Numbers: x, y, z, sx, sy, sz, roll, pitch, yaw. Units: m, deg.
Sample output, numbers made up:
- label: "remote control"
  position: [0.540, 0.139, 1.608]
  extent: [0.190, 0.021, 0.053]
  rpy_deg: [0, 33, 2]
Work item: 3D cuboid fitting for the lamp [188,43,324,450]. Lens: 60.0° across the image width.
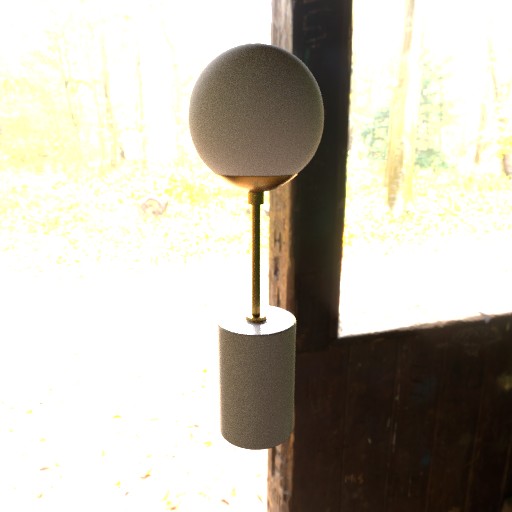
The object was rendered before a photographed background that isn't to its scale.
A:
- label: "lamp"
  position: [0.000, 0.000, 0.547]
  extent: [0.153, 0.480, 0.153]
  rpy_deg: [0, 15, 0]
